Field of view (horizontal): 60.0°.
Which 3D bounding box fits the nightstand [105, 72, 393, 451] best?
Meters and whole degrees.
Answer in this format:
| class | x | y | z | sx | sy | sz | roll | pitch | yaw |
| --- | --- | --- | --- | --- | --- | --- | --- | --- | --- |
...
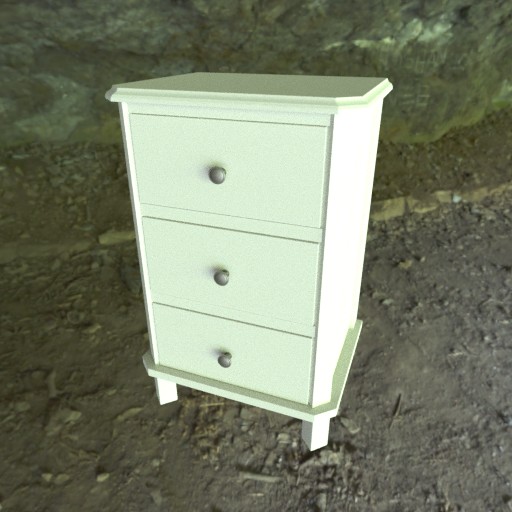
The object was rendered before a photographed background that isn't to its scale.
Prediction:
| class | x | y | z | sx | sy | sz | roll | pitch | yaw |
| --- | --- | --- | --- | --- | --- | --- | --- | --- | --- |
| nightstand | 0.000 | 0.000 | 0.930 | 0.435 | 0.681 | 0.351 | 10 | 28 | 19 |
